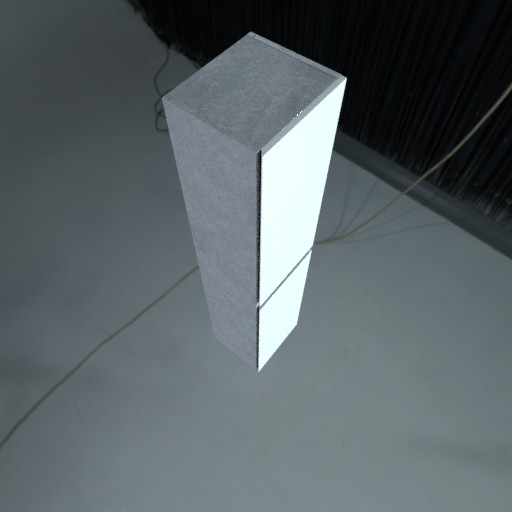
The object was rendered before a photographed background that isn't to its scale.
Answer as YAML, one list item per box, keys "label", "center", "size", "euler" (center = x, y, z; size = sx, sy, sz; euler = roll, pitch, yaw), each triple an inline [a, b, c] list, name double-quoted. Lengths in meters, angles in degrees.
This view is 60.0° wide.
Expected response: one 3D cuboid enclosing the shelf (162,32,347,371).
- label: "shelf"
  center: [0.000, 0.000, 1.552]
  size: [0.270, 1.400, 0.300]
  euler: [34, 65, 19]
